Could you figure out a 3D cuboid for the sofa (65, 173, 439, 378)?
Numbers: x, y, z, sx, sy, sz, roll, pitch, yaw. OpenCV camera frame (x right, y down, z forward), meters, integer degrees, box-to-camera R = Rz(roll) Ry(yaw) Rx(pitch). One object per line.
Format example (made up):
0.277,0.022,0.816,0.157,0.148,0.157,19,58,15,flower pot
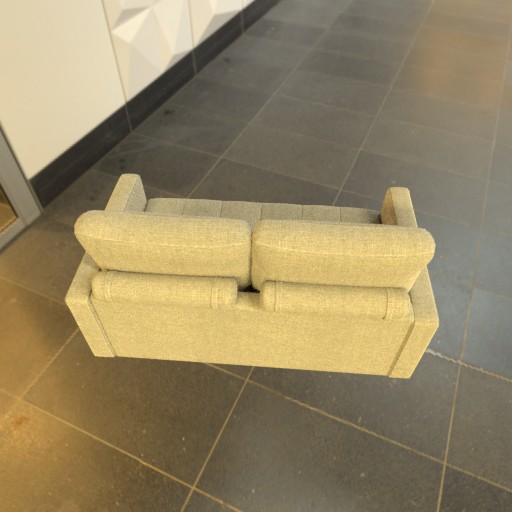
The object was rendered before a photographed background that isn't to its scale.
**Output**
0.000,0.000,1.981,1.407,0.907,0.842,3,48,3,sofa
